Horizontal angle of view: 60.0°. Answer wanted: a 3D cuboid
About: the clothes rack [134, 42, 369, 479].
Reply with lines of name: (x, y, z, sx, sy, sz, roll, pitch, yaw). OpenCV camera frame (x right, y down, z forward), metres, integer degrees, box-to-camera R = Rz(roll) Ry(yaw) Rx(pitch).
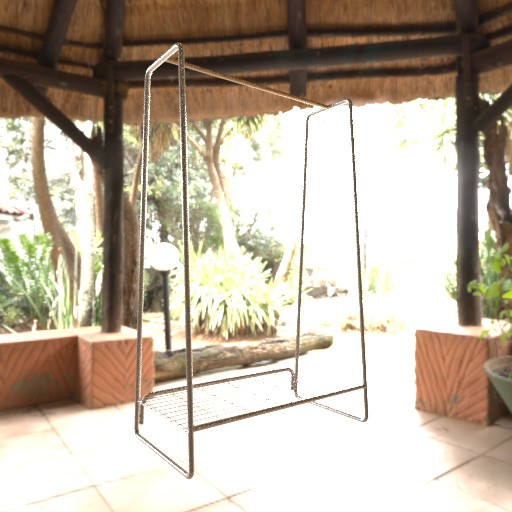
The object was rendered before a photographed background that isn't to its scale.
clothes rack: (0.000, 0.000, 1.922, 0.900, 1.500, 0.495, 1, -1, -37)
